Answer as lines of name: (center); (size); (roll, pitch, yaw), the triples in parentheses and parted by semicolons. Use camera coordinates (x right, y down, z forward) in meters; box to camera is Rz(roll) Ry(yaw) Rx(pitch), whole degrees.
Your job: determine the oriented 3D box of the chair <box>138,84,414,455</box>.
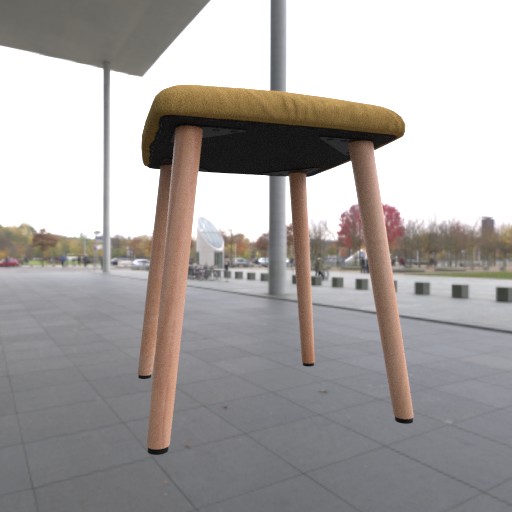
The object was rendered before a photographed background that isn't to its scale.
chair: (0.000, 0.000, 0.698); (0.350, 0.440, 0.350); (0, 0, -17)
